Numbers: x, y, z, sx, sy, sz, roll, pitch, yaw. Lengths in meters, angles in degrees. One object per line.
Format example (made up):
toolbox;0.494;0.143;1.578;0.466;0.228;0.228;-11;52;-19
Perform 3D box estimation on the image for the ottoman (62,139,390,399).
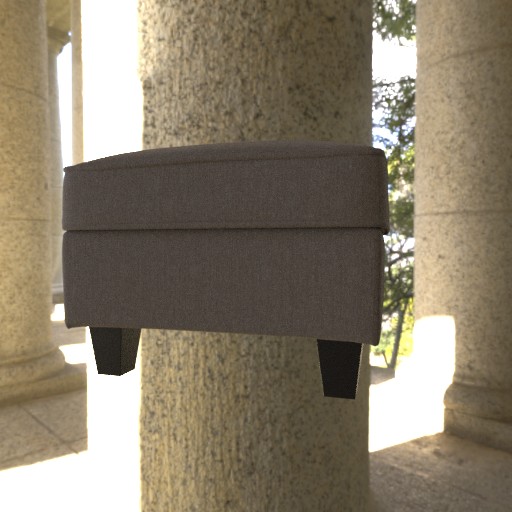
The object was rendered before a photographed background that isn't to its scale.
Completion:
ottoman;0.000;0.000;1.398;0.808;0.612;0.871;0;1;17
